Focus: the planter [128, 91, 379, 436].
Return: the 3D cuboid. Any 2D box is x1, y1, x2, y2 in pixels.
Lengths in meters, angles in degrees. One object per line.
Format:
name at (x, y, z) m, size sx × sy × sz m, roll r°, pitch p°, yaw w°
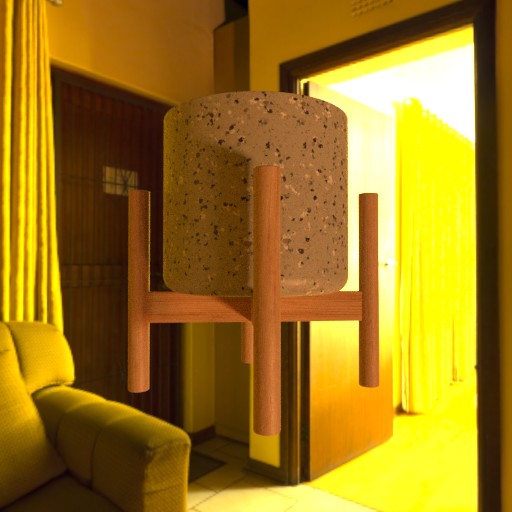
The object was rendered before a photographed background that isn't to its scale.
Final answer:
planter at (0.000, 0.000, 0.542) m, size 0.284 × 0.320 × 0.284 m, roll 0°, pitch -1°, yaw 19°
